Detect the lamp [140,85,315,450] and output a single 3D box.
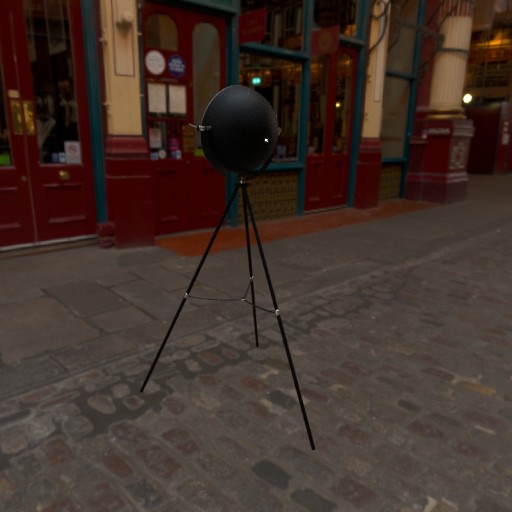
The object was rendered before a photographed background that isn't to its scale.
[{"bbox_3d":[0.000,0.000,2.079,0.817,1.512,0.920,-14,20,-41],"label":"lamp"}]
